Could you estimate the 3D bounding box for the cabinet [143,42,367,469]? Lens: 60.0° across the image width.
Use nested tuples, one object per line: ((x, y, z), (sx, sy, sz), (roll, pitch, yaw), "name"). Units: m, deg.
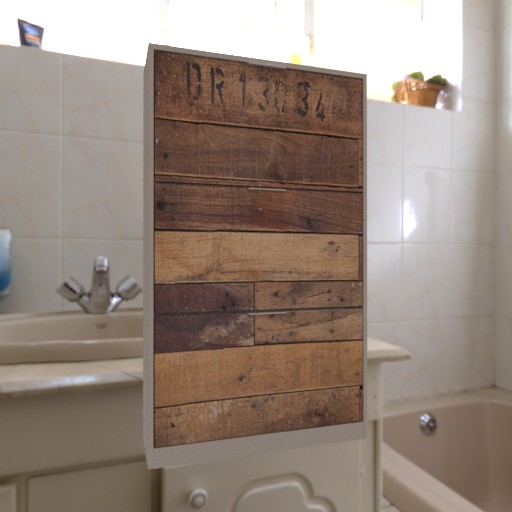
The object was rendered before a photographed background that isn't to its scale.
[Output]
((0.000, 0.000, 1.548), (0.750, 1.280, 0.250), (0, 0, -18), "cabinet")
